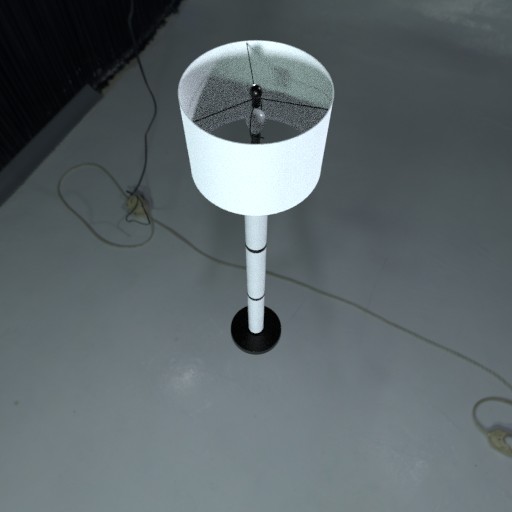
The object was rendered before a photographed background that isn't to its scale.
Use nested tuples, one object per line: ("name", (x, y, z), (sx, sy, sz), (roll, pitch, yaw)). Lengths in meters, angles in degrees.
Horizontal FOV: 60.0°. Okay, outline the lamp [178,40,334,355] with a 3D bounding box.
("lamp", (0.000, 0.000, 1.748), (0.377, 1.599, 0.377), (19, 61, 11))
